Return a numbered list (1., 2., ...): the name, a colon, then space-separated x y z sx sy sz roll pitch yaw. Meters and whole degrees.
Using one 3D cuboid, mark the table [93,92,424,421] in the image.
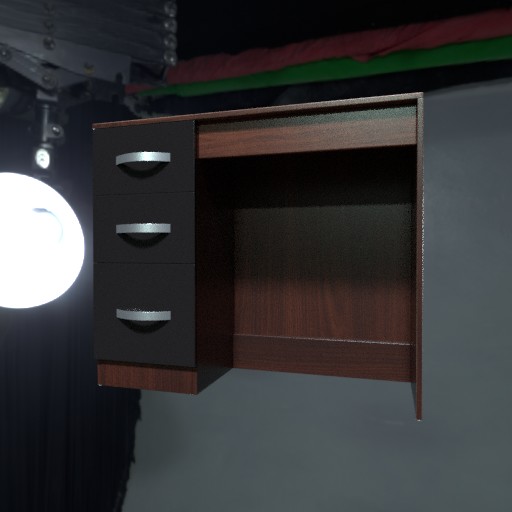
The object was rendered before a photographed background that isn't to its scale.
1. table: 0.000 0.000 1.346 0.930 0.790 0.380 0 1 17
